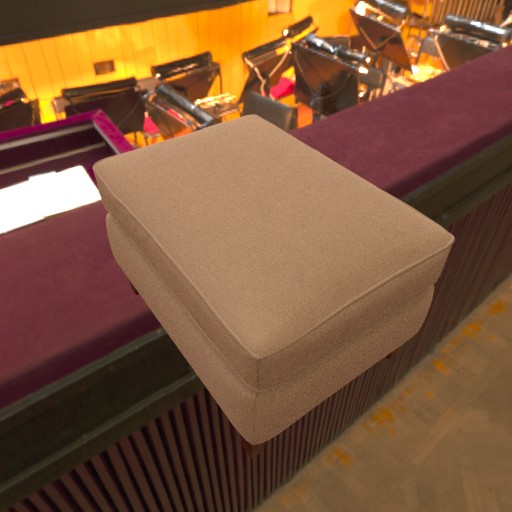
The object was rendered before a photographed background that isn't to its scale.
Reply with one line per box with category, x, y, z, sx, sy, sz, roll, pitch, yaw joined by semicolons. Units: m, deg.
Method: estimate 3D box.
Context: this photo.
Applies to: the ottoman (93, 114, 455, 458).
ottoman;0.000;0.000;1.013;0.501;0.456;0.665;-26;48;-26
